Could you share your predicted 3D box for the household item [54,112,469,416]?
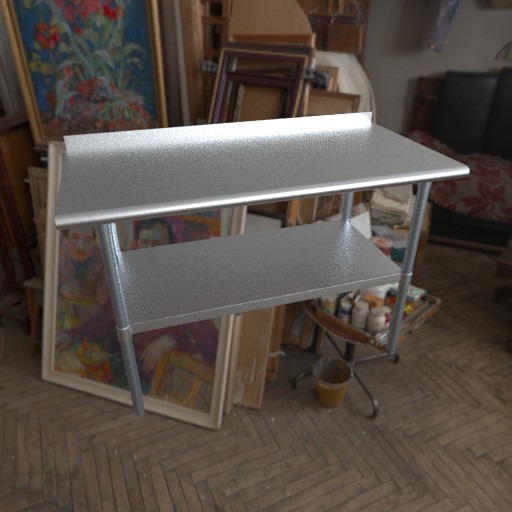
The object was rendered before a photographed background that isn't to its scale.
[{"bbox_3d":[0.000,0.000,1.676,1.219,0.851,0.610,-9,32,-15],"label":"household item"}]
